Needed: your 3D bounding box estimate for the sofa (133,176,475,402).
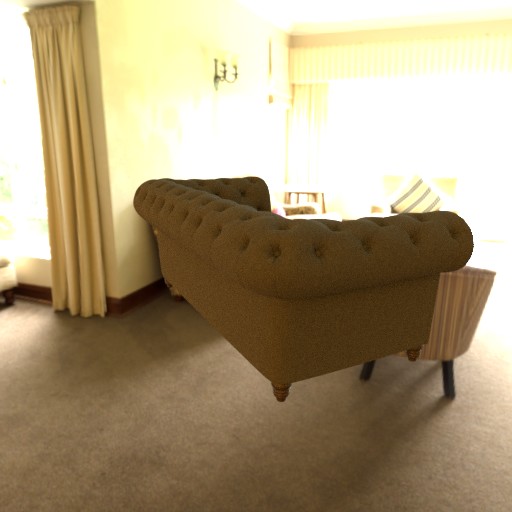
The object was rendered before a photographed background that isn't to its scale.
[{"bbox_3d":[0.000,0.000,2.470,0.986,0.764,1.998,-8,17,-26],"label":"sofa"}]
